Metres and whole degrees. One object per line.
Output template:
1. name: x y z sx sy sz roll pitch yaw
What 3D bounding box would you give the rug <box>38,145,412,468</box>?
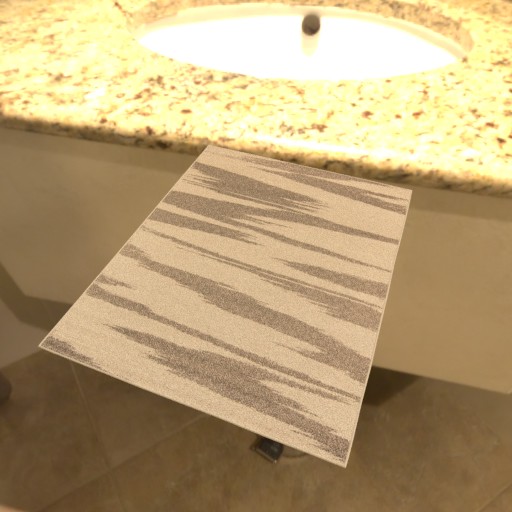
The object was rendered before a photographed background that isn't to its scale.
1. rug: 0.000 0.000 3.956 2.353 0.014 2.945 16 48 15
